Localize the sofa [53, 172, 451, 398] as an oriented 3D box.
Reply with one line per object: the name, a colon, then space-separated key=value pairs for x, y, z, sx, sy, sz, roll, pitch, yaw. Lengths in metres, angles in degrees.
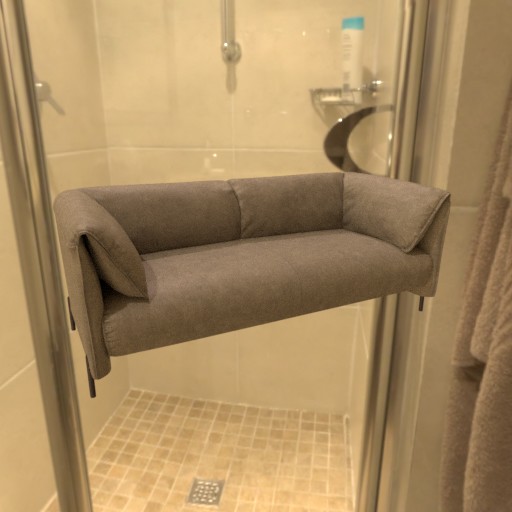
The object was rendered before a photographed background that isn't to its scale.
sofa: x=0.000 y=0.000 z=2.354 sx=1.878 sy=0.747 sz=0.905 roll=-9 pitch=19 yaw=-26
